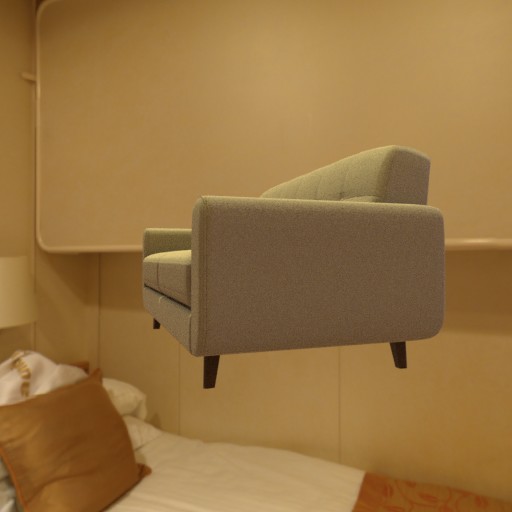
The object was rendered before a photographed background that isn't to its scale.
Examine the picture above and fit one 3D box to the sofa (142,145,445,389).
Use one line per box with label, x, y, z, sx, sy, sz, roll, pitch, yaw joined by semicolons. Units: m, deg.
sofa;0.000;0.000;2.247;0.980;0.892;1.655;0;0;-20
